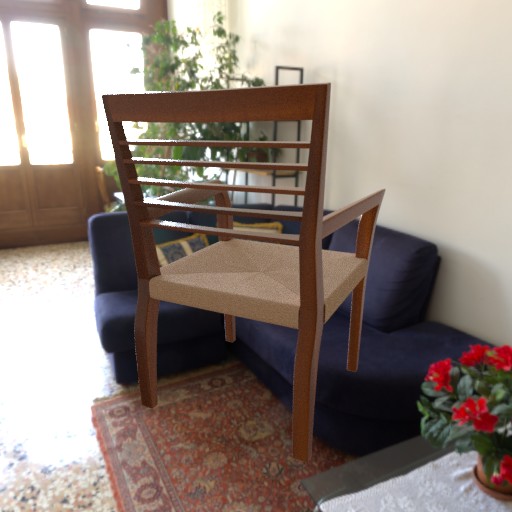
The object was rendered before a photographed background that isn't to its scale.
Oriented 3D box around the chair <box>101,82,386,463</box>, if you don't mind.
[{"bbox_3d":[0.000,0.000,1.256,0.587,0.855,0.540,8,18,26],"label":"chair"}]
